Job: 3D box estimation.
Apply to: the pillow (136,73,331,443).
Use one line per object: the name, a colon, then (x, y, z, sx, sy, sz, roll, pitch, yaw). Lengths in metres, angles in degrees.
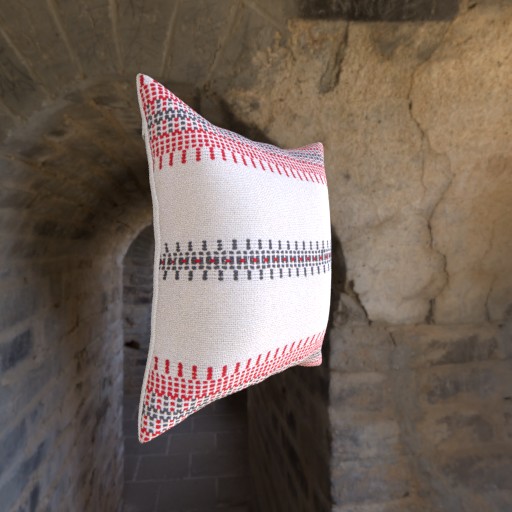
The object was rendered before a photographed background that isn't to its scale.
pillow: (0.000, 0.000, 0.723, 0.160, 0.454, 0.463, 1, 1, 37)
